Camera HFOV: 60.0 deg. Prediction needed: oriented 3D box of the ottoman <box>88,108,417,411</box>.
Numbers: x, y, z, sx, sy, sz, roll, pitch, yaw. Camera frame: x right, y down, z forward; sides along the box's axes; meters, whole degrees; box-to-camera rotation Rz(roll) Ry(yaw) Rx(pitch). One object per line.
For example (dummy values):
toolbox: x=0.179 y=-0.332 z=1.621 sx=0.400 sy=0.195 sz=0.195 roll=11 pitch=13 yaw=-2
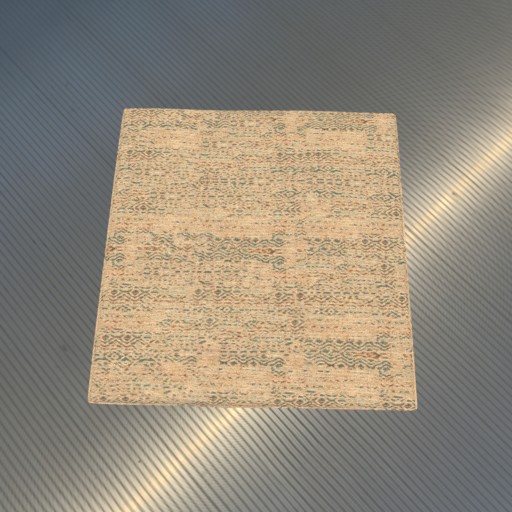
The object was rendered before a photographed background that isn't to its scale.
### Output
ottoman: x=0.000 y=0.000 z=1.558 sx=0.968 sy=0.356 sz=1.004 roll=1 pitch=74 yaw=0
